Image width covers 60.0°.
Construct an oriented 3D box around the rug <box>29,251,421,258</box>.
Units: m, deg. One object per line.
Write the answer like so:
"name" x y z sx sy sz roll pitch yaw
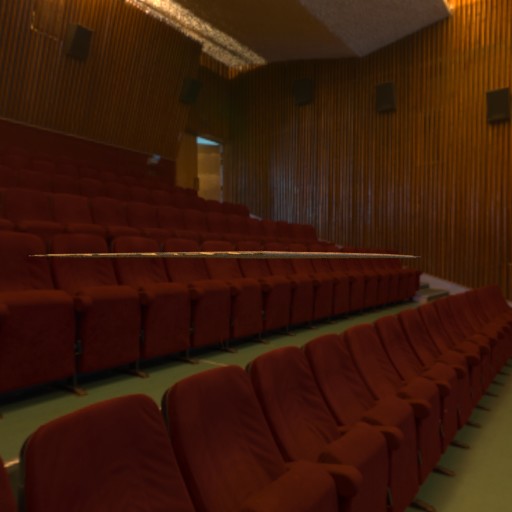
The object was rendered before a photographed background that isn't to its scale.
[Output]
"rug" 0.000 0.000 3.130 1.619 0.023 2.465 0 -1 36
